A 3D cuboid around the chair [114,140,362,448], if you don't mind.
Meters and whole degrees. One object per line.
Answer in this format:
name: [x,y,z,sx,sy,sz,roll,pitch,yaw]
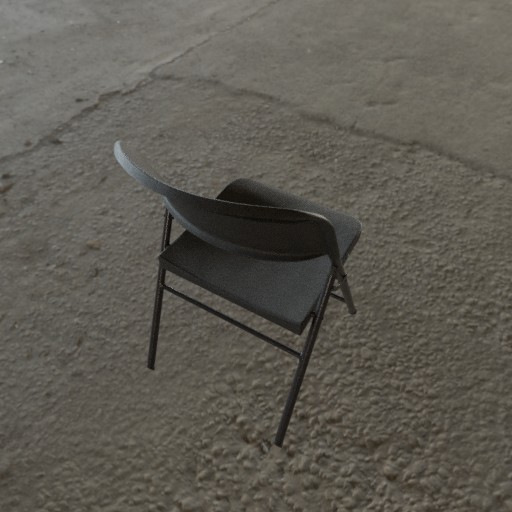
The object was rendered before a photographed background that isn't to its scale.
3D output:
chair: [0.000,0.000,1.188,0.494,0.810,0.567,24,51,21]
